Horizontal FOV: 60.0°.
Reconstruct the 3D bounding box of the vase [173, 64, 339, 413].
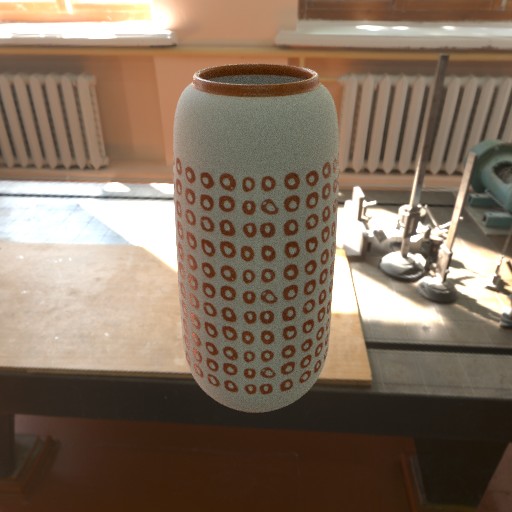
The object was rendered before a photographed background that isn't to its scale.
[{"bbox_3d":[0.000,0.000,0.365,0.133,0.282,0.133,0,32,0],"label":"vase"}]
